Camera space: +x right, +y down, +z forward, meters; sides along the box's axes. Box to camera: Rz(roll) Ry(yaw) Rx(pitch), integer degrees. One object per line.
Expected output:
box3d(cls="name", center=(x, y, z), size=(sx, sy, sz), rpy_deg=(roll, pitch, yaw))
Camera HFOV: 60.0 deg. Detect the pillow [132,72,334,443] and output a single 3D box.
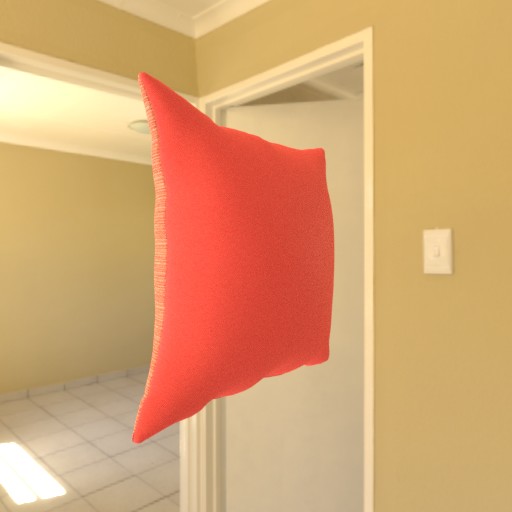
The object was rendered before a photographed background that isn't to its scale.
box3d(cls="pillow", center=(0.000, 0.000, 0.814), size=(0.229, 0.501, 0.559), rpy_deg=(1, 1, 36))
